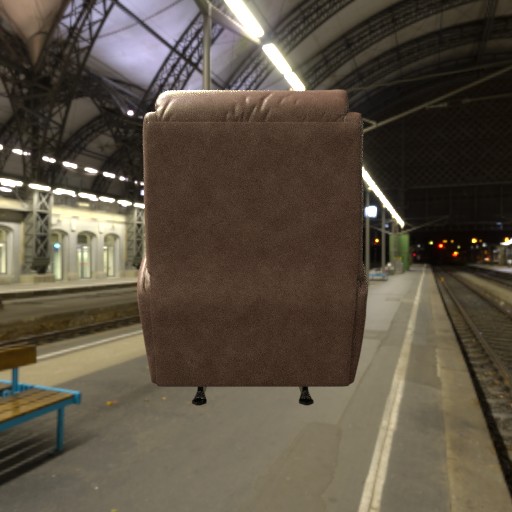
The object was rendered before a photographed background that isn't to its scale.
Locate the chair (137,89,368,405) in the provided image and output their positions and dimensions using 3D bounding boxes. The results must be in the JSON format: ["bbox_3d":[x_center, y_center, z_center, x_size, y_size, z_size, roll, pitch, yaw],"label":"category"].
[{"bbox_3d":[0.000,0.000,1.852,0.865,1.067,1.067,0,0,0],"label":"chair"}]
